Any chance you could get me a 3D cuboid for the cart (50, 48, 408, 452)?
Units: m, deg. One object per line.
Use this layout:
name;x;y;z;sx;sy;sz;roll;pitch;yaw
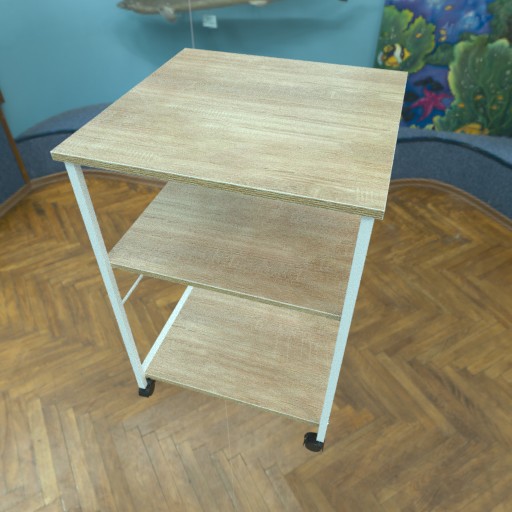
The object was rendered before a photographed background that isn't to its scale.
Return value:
cart;0.000;0.000;1.085;0.521;0.762;0.520;12;44;13
